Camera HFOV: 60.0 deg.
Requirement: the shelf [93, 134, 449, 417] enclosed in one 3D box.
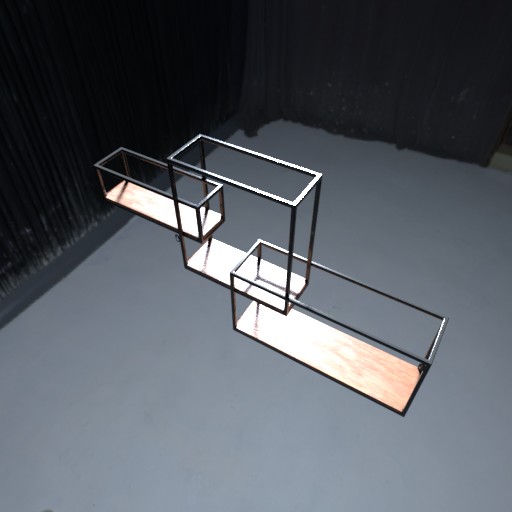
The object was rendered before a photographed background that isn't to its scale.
[{"bbox_3d":[0.000,0.000,2.131,1.781,0.972,0.275,23,50,22],"label":"shelf"}]
